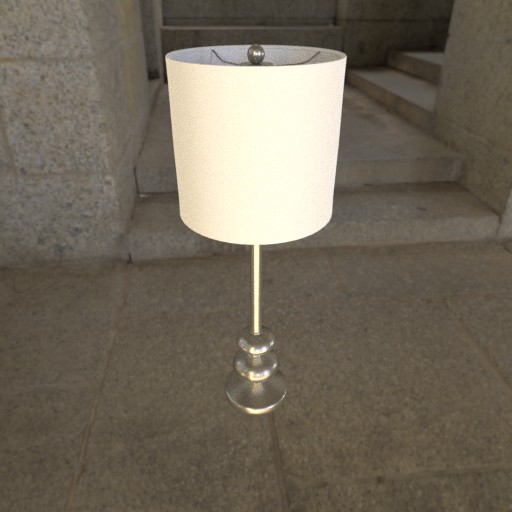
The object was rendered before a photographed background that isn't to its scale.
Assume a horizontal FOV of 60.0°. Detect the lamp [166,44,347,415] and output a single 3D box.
[{"bbox_3d":[0.000,0.000,0.798,0.254,0.690,0.254,-20,36,-30],"label":"lamp"}]
